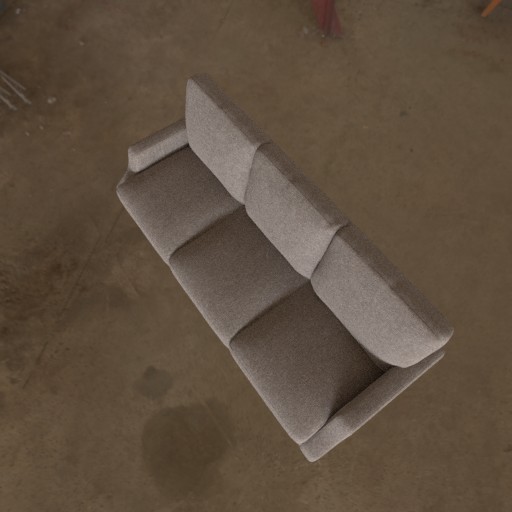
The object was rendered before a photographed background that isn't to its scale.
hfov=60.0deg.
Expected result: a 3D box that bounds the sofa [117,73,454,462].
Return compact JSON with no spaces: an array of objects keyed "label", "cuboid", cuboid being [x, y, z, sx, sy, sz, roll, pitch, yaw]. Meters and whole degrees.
[{"label":"sofa","cuboid":[0.000,0.000,2.601,0.888,0.984,2.115,-33,68,-16]}]
